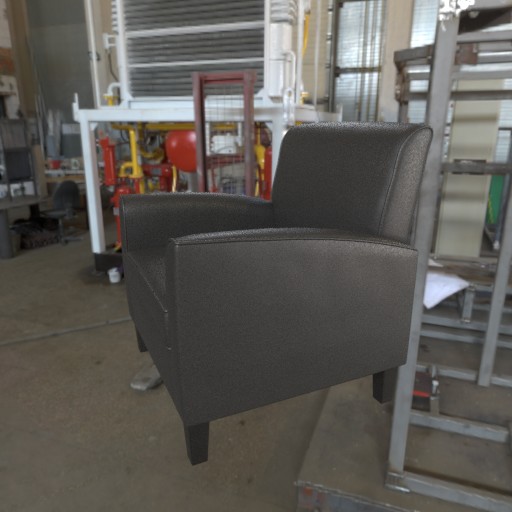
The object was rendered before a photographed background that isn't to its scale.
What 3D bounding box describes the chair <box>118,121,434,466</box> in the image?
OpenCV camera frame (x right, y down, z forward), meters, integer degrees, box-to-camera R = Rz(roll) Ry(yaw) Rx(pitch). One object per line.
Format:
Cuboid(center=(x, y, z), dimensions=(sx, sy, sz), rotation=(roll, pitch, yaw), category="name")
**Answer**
Cuboid(center=(0.000, 0.000, 1.570), dimensions=(0.819, 0.916, 0.820), rotation=(-8, 18, -24), category="chair")
